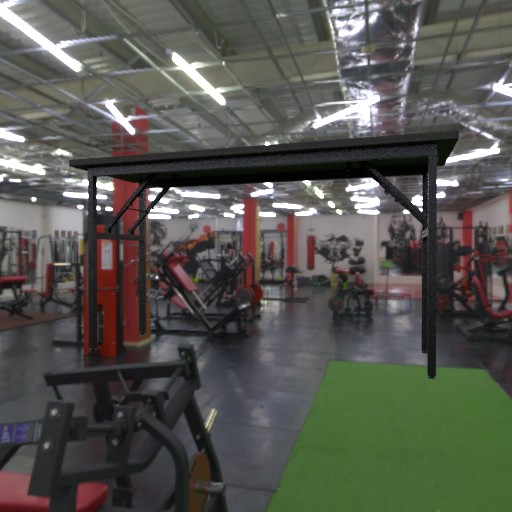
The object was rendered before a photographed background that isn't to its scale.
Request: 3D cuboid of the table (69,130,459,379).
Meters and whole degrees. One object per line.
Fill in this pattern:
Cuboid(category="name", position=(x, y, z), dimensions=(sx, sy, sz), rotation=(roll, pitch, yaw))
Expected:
Cuboid(category="table", position=(0.000, 0.000, 1.735), dimensions=(1.399, 0.750, 0.449), rotation=(0, 1, 18))
